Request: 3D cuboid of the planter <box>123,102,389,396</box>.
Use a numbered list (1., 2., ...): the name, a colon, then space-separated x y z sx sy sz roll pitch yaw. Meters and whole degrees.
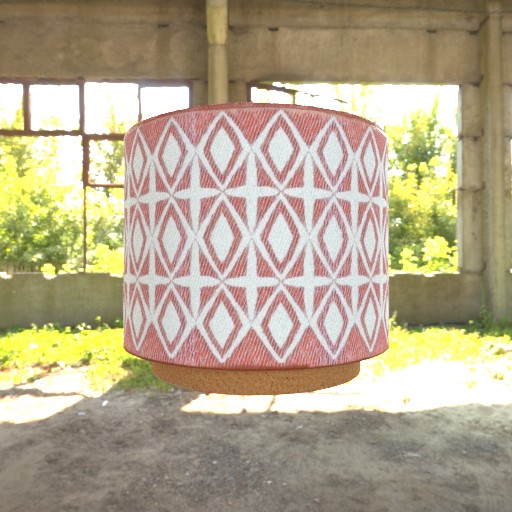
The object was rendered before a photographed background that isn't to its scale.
1. planter: 0.000 0.000 0.477 0.273 0.237 0.273 0 -1 0
